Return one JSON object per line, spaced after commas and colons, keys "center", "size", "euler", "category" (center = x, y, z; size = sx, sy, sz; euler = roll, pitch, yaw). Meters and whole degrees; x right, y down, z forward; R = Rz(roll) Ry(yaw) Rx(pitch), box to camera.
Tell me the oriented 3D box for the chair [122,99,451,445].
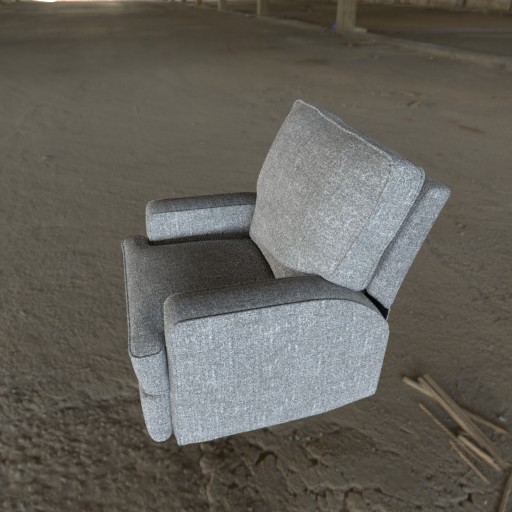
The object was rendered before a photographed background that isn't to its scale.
{"center": [0.000, 0.000, 1.645], "size": [0.964, 0.962, 0.861], "euler": [-9, 32, -14], "category": "chair"}
